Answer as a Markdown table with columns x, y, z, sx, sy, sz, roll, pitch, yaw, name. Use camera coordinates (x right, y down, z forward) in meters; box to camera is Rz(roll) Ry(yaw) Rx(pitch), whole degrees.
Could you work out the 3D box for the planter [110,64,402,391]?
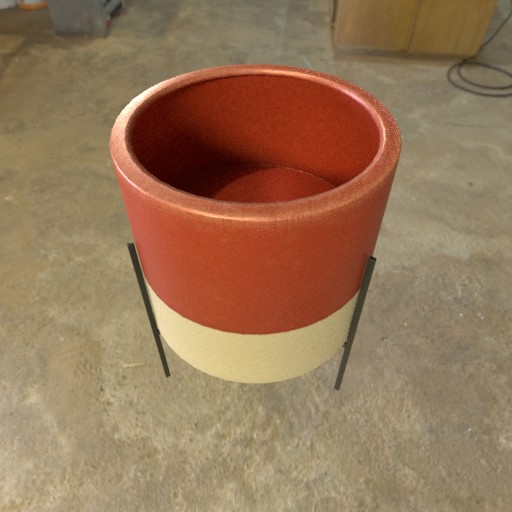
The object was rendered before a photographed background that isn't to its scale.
| x | y | z | sx | sy | sz | roll | pitch | yaw | name |
| --- | --- | --- | --- | --- | --- | --- | --- | --- | --- |
| 0.000 | 0.000 | 0.698 | 0.345 | 0.465 | 0.354 | 3 | 46 | 3 | planter |
